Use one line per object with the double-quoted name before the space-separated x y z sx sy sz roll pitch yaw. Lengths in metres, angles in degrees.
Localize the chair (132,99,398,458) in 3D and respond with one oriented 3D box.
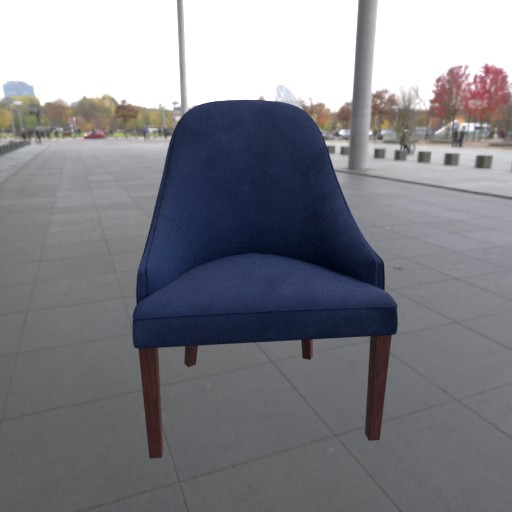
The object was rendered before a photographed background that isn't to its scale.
"chair" 0.000 0.000 1.284 0.643 0.889 0.575 -2 16 -6
